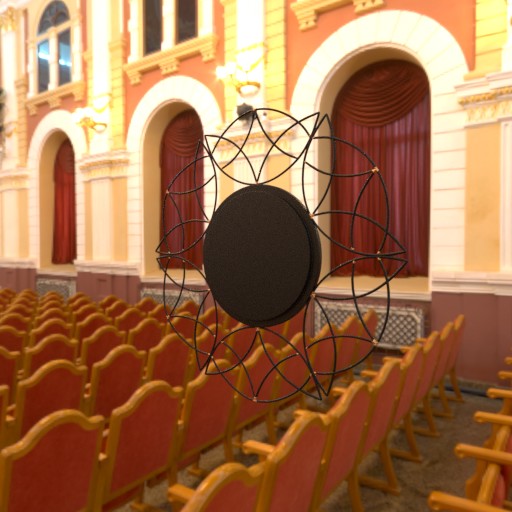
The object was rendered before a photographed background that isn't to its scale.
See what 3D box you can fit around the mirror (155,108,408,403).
[{"bbox_3d":[0.000,0.000,1.179,0.797,0.775,0.028,1,1,36],"label":"mirror"}]
